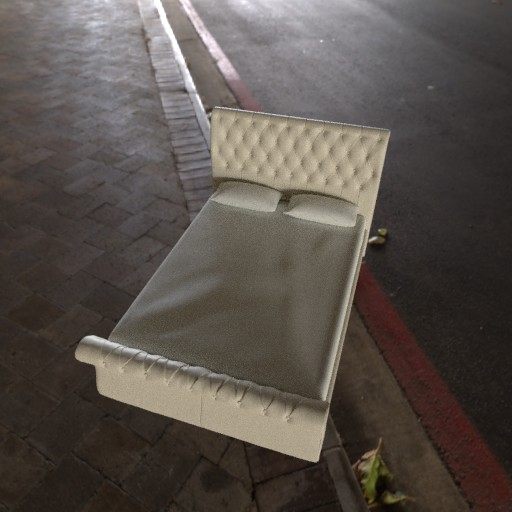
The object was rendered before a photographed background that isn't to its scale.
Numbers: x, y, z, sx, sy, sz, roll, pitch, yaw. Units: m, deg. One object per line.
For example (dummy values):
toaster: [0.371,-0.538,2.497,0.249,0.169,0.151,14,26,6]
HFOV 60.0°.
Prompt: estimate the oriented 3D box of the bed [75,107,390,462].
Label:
bed: [0.000,0.000,3.468,1.606,1.268,2.493,12,42,14]
